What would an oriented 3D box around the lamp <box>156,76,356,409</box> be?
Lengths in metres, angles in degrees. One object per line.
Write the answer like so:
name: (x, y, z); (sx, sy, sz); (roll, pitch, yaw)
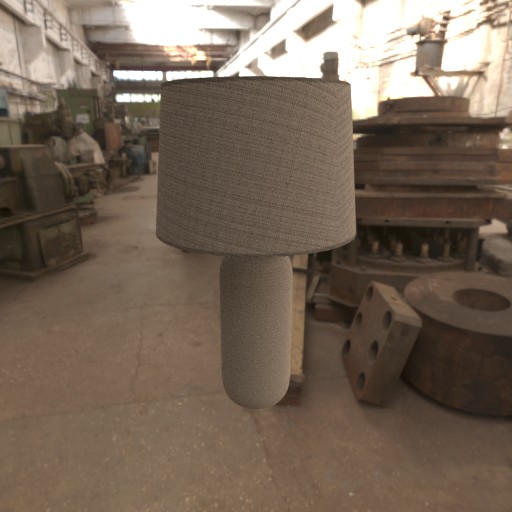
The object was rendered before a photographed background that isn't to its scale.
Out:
lamp: (0.000, 0.000, 0.845); (0.367, 0.609, 0.367); (0, 17, 0)
